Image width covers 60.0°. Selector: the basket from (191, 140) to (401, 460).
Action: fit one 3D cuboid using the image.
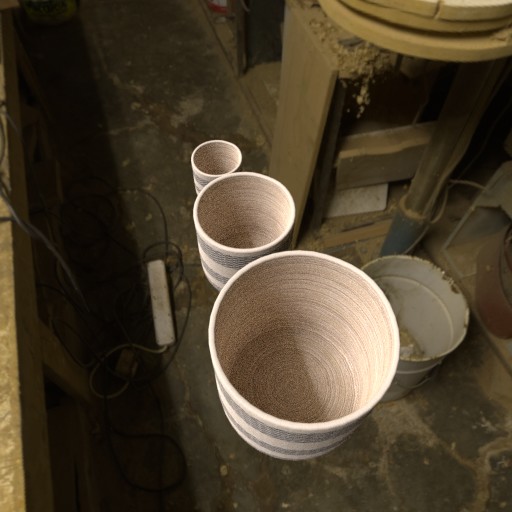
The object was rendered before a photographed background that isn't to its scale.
[{"bbox_3d":[0.000,0.000,1.094,0.351,0.356,0.917,-15,58,-10],"label":"basket"}]
